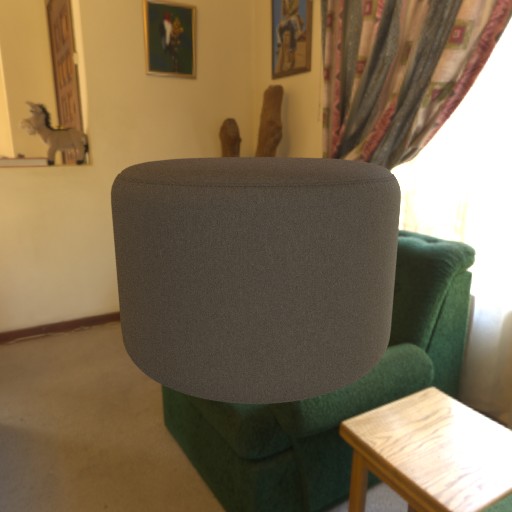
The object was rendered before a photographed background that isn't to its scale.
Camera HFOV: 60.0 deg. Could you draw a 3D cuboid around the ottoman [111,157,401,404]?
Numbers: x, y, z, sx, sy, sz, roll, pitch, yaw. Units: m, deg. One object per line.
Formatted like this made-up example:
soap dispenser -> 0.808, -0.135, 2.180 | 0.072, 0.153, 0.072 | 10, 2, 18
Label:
ottoman -> 0.000, 0.000, 1.008 | 0.608, 0.433, 0.608 | 0, 14, 0
